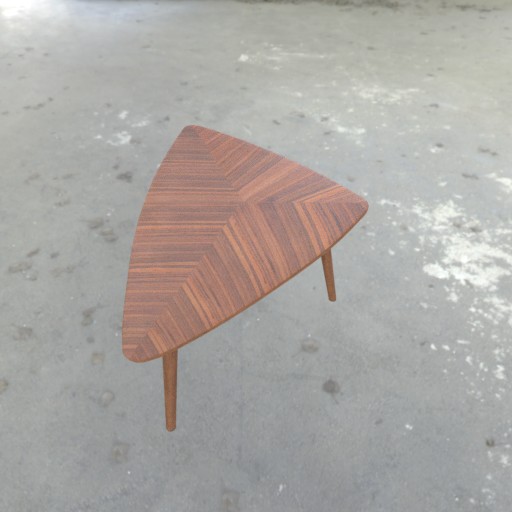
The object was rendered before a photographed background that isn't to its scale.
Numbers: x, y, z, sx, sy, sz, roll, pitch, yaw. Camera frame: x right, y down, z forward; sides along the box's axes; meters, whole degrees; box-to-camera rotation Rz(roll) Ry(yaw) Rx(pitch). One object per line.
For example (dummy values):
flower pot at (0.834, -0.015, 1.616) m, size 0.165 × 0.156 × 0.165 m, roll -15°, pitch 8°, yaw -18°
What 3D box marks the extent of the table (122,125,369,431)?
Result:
table at (0.000, 0.000, 1.300) m, size 0.601 × 0.365 × 1.008 m, roll 0°, pitch 40°, yaw 0°
